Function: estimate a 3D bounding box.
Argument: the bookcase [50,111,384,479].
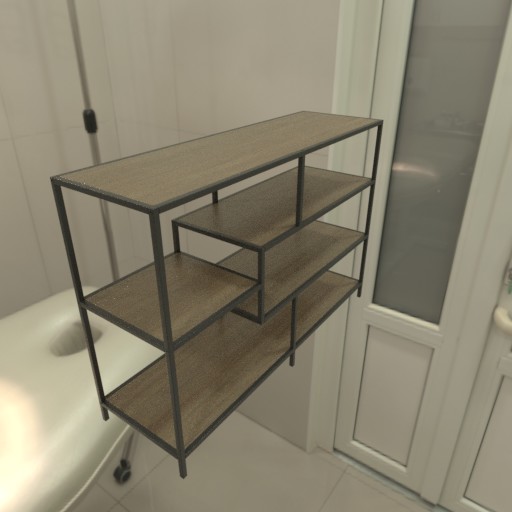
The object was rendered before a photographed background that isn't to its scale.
[{"bbox_3d":[0.000,0.000,1.520,0.350,0.780,1.140,19,33,32],"label":"bookcase"}]
